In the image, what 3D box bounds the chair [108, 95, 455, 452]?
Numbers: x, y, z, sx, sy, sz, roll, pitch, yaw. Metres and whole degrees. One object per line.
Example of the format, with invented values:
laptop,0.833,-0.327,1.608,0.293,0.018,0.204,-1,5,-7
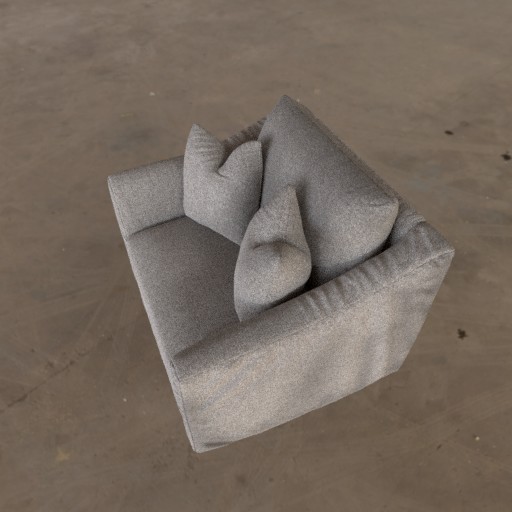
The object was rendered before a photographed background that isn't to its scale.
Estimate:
chair,0.000,0.000,2.044,1.071,1.059,1.194,-18,49,-16
